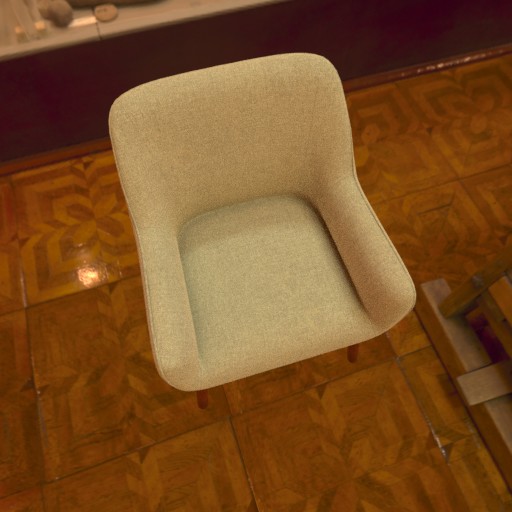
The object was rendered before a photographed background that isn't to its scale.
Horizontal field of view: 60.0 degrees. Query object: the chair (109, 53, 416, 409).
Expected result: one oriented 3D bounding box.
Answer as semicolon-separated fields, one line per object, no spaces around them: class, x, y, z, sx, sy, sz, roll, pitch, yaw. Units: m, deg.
chair;0.000;0.000;1.240;0.610;0.813;0.610;-15;64;-7
